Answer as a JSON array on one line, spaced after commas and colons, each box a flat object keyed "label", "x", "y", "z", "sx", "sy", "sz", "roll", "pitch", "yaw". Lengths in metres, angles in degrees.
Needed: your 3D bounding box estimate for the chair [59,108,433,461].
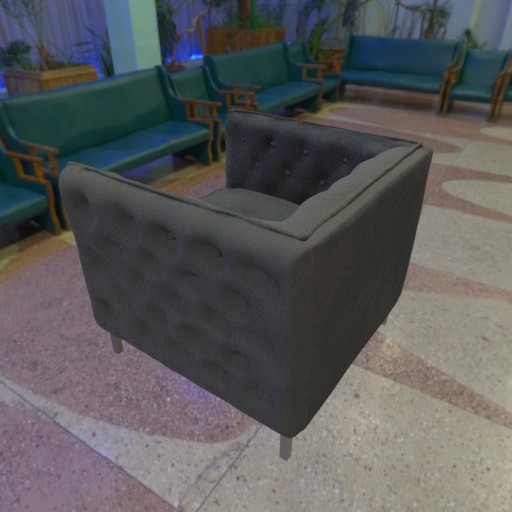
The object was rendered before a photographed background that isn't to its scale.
[{"label": "chair", "x": 0.000, "y": 0.000, "z": 1.644, "sx": 0.913, "sy": 0.807, "sz": 0.946, "roll": 21, "pitch": 37, "yaw": 30}]
